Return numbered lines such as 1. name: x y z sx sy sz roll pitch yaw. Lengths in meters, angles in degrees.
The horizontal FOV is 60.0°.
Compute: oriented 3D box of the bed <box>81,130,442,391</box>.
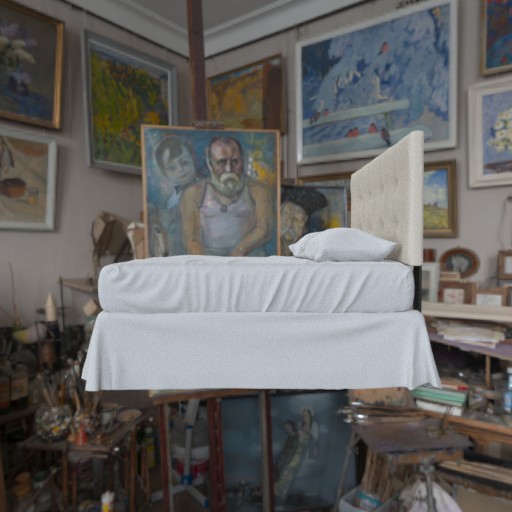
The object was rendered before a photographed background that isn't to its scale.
1. bed: 0.000 0.000 3.516 2.222 1.577 1.936 0 1 -1
